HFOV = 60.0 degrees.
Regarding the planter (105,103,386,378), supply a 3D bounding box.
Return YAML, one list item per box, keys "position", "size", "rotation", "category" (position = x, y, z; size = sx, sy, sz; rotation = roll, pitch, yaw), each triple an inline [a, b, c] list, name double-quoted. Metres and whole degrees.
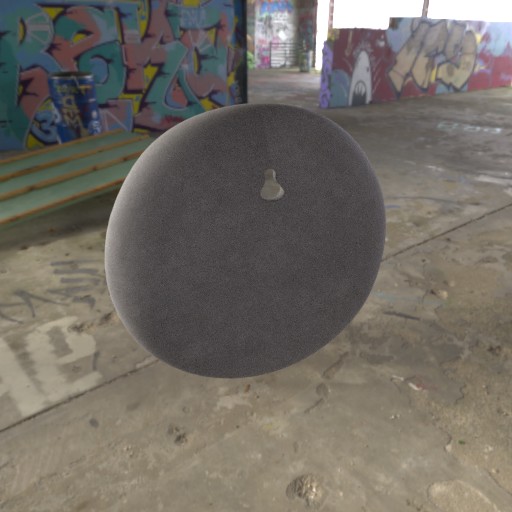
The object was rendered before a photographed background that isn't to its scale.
- position: [0.000, 0.000, 0.286]
  size: [0.185, 0.188, 0.071]
  rotation: [-8, 27, -16]
  category: "planter"
